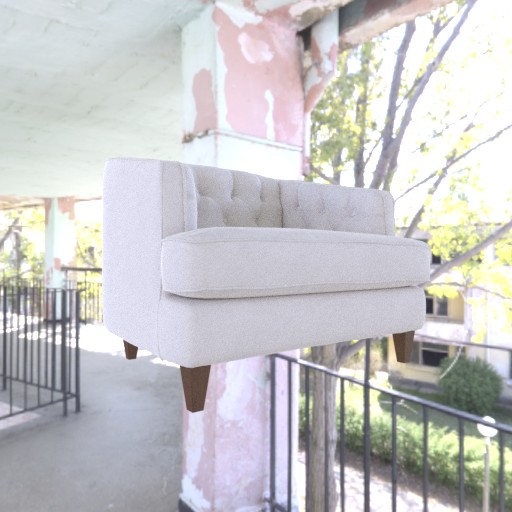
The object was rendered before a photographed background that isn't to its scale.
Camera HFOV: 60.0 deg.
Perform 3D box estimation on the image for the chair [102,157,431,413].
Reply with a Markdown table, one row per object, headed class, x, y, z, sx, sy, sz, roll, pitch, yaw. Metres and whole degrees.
| class | x | y | z | sx | sy | sz | roll | pitch | yaw |
| --- | --- | --- | --- | --- | --- | --- | --- | --- | --- |
| chair | 0.000 | 0.000 | 1.786 | 1.104 | 0.852 | 0.941 | 0 | 0 | -36 |
